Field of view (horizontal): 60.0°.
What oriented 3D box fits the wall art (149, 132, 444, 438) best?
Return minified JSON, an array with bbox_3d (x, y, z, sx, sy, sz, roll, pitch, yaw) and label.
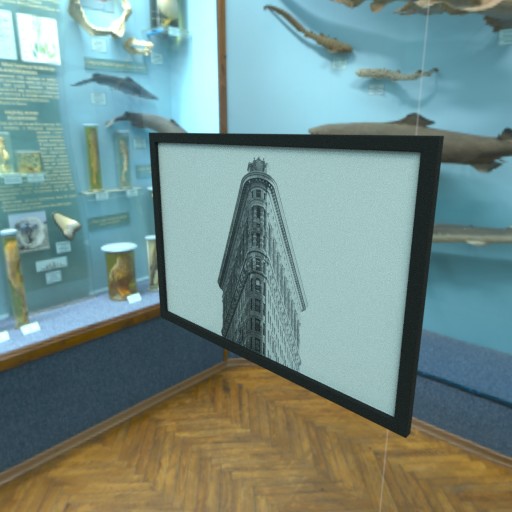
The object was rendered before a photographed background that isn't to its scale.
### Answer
[{"bbox_3d":[0.000,0.000,1.234,0.958,0.656,0.026,15,22,42],"label":"wall art"}]
